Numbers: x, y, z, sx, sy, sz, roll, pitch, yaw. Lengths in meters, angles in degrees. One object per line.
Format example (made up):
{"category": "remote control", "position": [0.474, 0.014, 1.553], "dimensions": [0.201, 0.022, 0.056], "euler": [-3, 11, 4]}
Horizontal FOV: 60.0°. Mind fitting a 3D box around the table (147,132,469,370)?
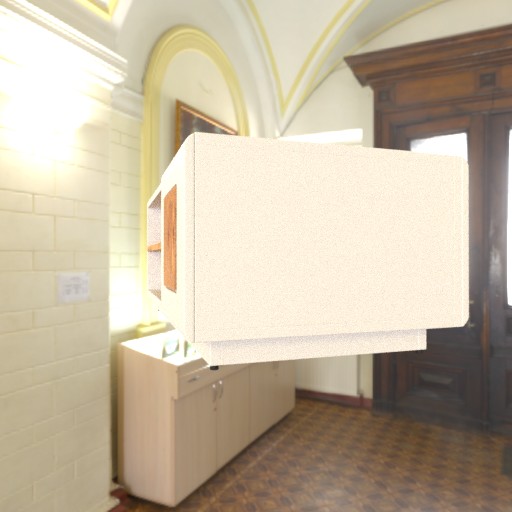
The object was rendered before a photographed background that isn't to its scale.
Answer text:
{"category": "table", "position": [0.000, 0.000, 1.408], "dimensions": [0.639, 0.442, 1.097], "euler": [0, 0, -18]}
